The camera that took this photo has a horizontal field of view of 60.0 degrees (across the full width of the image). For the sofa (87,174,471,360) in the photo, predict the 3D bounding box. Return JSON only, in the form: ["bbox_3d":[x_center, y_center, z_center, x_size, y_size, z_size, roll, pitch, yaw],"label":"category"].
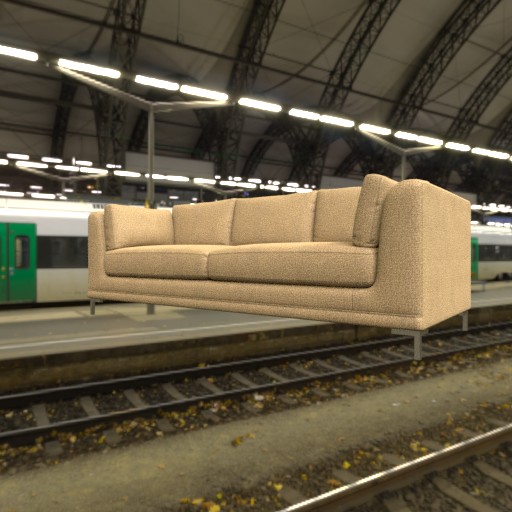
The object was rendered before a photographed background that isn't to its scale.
[{"bbox_3d":[0.000,0.000,2.923,2.415,0.867,0.969,0,0,37],"label":"sofa"}]
